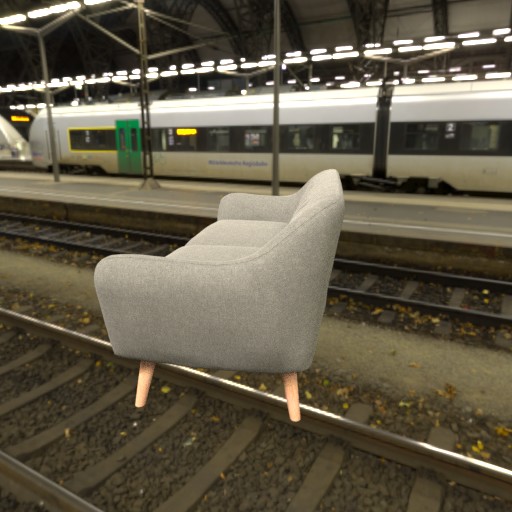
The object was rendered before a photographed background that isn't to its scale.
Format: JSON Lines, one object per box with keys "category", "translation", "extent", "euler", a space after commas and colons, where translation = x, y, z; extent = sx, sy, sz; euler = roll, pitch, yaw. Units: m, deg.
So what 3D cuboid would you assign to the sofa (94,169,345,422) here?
{"category": "sofa", "translation": [0.000, 0.000, 2.257], "extent": [0.820, 0.820, 1.840], "euler": [2, 15, 9]}
